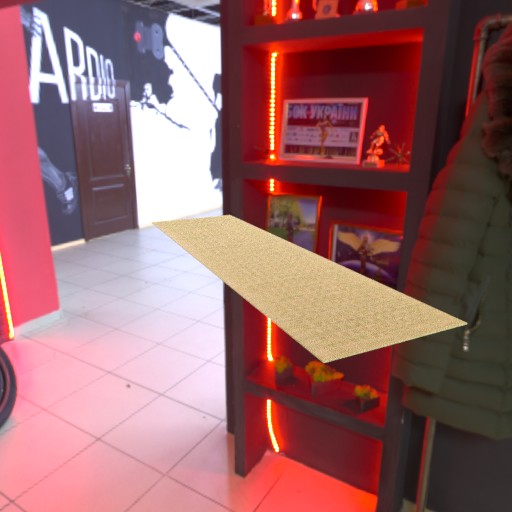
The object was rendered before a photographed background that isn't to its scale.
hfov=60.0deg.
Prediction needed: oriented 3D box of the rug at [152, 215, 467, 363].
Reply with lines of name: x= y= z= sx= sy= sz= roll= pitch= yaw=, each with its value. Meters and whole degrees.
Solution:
rug: x=0.000 y=0.000 z=2.672 sx=0.686 sy=0.006 sz=2.437 roll=-8 pitch=18 yaw=-25
